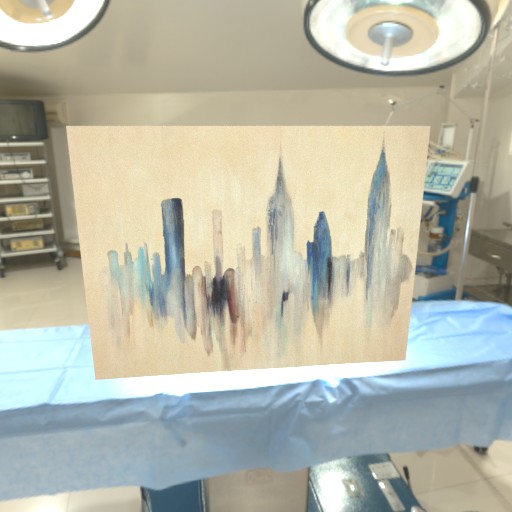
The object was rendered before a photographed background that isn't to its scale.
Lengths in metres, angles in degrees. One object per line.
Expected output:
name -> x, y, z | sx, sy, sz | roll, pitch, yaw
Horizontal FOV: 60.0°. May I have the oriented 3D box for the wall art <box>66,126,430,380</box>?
wall art -> 0.000, 0.000, 1.354 | 1.016, 0.762, 0.038 | -2, 16, -7
